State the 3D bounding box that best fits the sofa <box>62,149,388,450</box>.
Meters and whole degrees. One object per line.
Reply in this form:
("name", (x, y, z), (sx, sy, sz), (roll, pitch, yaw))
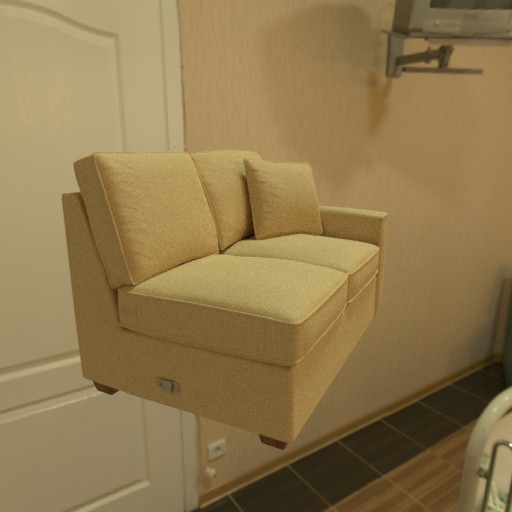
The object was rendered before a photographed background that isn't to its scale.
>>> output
("sofa", (0.000, 0.000, 2.118), (0.991, 0.989, 1.388), (7, 16, 26))
